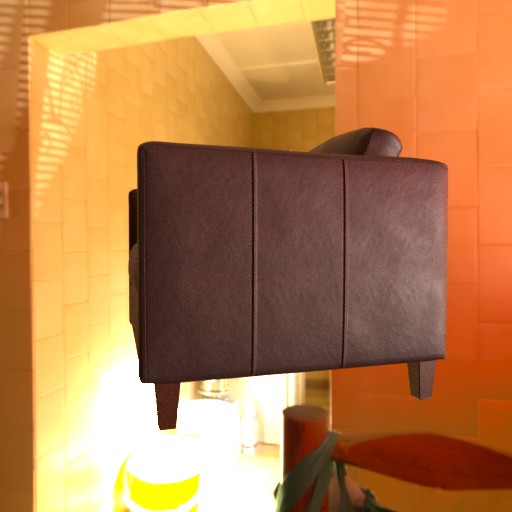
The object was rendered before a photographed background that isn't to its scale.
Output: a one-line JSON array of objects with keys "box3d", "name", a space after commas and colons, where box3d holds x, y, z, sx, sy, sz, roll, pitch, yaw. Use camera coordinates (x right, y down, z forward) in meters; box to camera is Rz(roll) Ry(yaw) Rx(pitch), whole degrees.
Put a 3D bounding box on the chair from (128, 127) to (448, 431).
[{"box3d": [0.000, 0.000, 1.557, 0.862, 0.811, 0.939, 0, 1, -17], "name": "chair"}]
